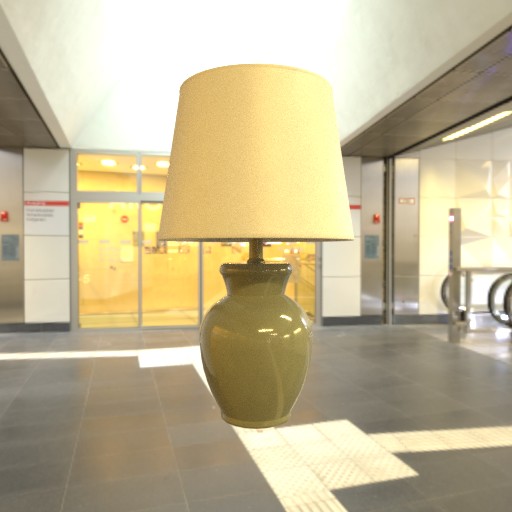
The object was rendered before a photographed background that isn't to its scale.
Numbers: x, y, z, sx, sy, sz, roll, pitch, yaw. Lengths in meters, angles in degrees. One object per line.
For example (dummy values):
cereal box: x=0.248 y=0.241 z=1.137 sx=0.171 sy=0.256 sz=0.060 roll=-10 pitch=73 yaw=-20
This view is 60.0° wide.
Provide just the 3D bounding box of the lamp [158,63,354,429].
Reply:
lamp: x=0.000 y=0.000 z=0.552 sx=0.239 sy=0.399 sz=0.239 roll=0 pitch=1 yaw=0
